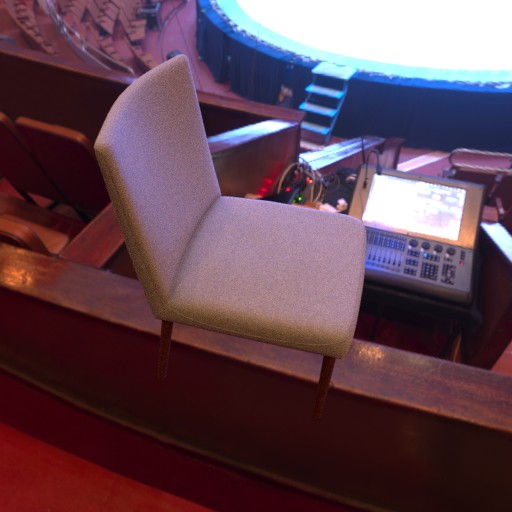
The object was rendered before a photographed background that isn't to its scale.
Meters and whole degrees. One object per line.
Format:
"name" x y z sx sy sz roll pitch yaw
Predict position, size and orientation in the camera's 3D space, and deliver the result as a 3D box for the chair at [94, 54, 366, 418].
"chair" 0.000 0.000 1.174 0.570 0.859 0.456 11 47 10
